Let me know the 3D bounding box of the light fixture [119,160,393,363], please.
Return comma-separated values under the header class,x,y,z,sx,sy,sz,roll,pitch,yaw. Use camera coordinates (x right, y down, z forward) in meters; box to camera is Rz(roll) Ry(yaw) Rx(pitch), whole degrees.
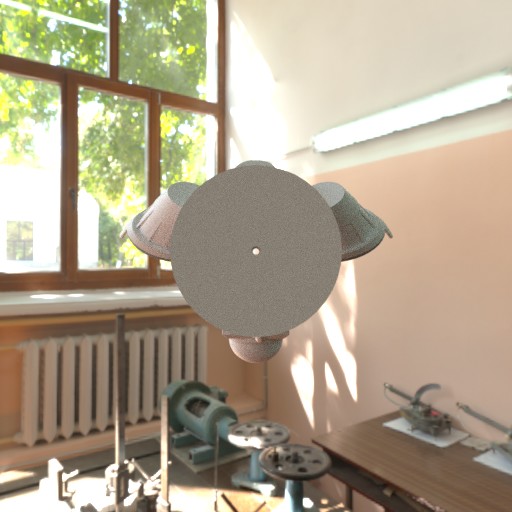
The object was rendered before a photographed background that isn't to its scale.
class,x,y,z,sx,sy,sz,roll,pitch,yaw
light fixture,0.000,0.000,0.552,0.369,0.237,0.278,0,0,0
